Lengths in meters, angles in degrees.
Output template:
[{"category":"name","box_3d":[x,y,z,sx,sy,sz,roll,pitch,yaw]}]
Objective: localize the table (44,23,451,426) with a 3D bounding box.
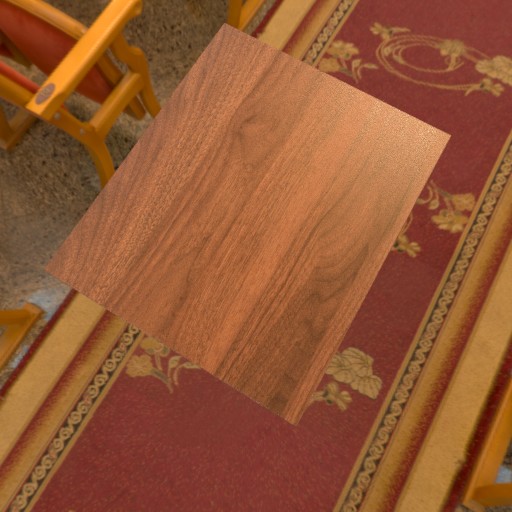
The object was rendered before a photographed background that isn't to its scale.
[{"category":"table","box_3d":[0.000,0.000,1.555,0.660,1.041,0.786,30,77,7]}]
